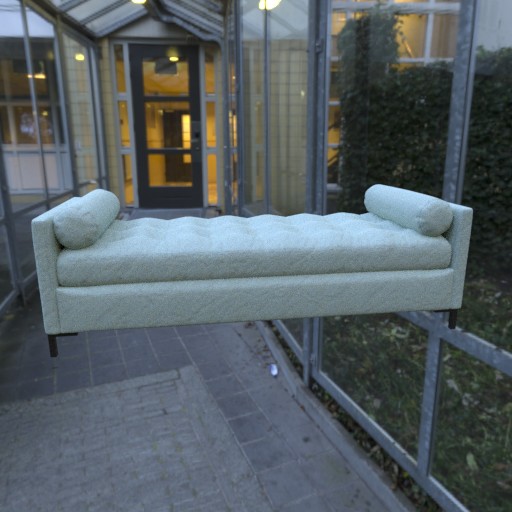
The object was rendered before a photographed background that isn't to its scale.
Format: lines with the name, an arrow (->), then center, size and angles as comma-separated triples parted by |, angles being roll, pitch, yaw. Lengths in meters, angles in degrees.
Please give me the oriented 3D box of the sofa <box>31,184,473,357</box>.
sofa -> 0.000, 0.000, 2.486 | 2.102, 0.705, 0.796 | -2, 15, -9
